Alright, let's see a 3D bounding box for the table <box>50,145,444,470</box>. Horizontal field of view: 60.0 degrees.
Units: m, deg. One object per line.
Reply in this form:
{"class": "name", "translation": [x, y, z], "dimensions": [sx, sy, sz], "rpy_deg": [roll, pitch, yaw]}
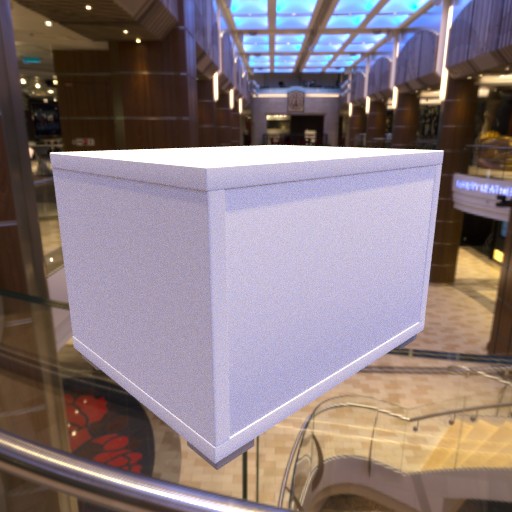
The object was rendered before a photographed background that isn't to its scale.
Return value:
{"class": "table", "translation": [0.000, 0.000, 0.779], "dimensions": [0.517, 0.357, 0.399], "rpy_deg": [-15, 22, -42]}
